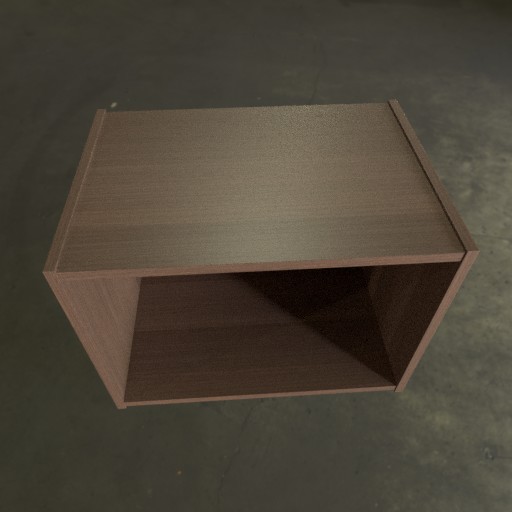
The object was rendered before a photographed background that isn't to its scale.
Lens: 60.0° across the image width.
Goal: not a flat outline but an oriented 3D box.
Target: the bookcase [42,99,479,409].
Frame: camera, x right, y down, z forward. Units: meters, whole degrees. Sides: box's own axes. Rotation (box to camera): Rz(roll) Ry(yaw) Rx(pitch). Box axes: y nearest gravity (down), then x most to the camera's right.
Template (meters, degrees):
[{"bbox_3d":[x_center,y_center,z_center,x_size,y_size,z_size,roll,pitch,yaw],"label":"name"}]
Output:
[{"bbox_3d":[0.000,0.000,0.629,0.415,0.305,0.290,-3,48,-2],"label":"bookcase"}]
